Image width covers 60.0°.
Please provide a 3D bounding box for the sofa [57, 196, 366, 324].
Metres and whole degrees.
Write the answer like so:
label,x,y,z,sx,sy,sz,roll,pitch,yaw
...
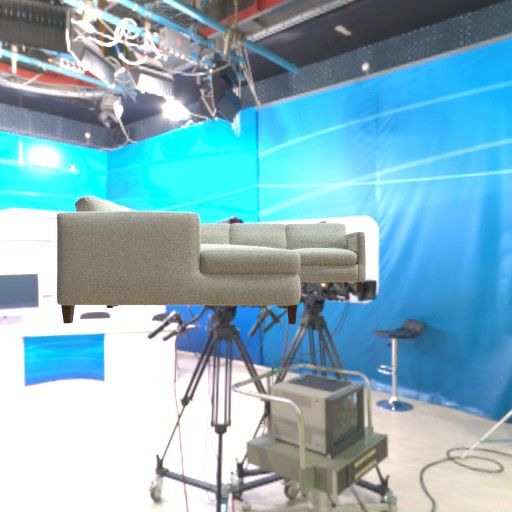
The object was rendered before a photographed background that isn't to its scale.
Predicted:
label,x,y,z,sx,sy,sz,roll,pitch,yaw
sofa,0.000,0.000,4.388,2.551,0.853,3.238,0,0,1
